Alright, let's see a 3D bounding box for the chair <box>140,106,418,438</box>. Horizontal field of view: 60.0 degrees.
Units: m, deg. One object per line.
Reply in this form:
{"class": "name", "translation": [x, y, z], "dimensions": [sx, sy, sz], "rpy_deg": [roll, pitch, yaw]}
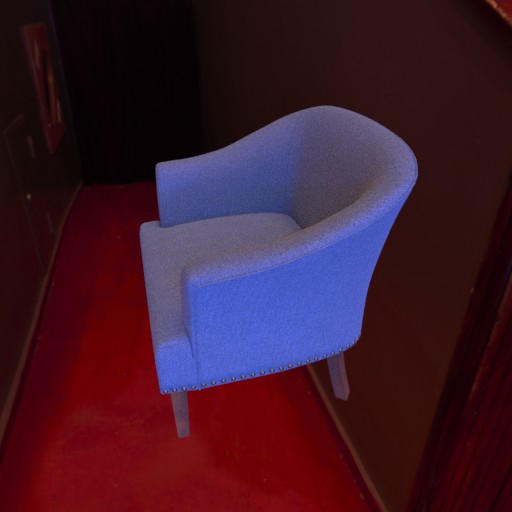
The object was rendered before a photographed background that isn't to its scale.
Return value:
{"class": "chair", "translation": [0.000, 0.000, 1.411], "dimensions": [0.704, 0.815, 0.798], "rpy_deg": [-8, 32, -14]}
